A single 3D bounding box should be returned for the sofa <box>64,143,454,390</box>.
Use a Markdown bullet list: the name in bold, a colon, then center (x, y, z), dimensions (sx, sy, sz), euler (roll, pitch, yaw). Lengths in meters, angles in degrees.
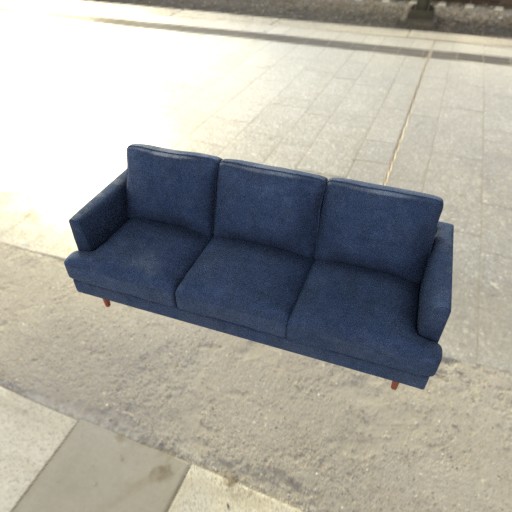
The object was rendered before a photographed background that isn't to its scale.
- **sofa**: center (0.000, 0.000, 2.753), dimensions (2.246, 0.930, 0.903), euler (13, 42, 15)
